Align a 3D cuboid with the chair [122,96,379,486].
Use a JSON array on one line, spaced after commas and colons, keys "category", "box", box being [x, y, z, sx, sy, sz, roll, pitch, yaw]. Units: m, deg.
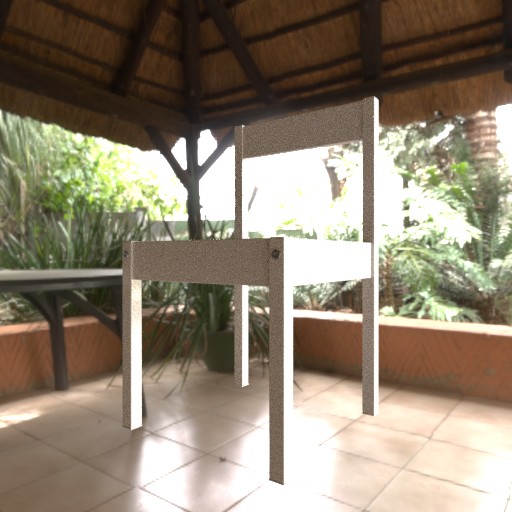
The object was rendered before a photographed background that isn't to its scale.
[{"category": "chair", "box": [0.000, 0.000, 0.684, 0.285, 0.505, 0.285, 0, 0, 36]}]
